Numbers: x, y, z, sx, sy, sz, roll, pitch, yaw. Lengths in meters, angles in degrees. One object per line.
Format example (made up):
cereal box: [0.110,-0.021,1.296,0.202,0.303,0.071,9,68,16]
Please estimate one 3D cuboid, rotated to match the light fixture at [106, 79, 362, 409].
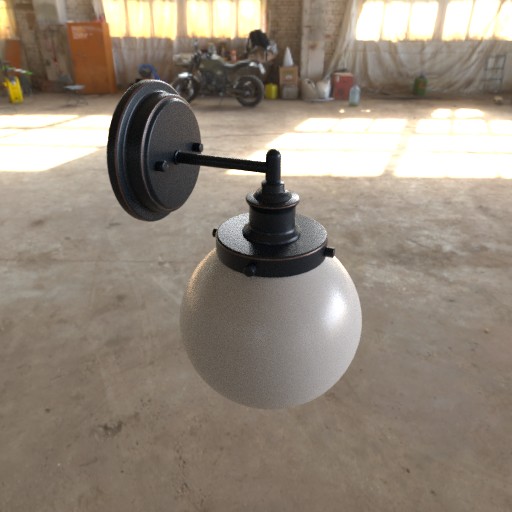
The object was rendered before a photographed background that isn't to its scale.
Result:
light fixture: [0.000,0.000,0.460,0.230,0.332,0.197,10,30,19]
